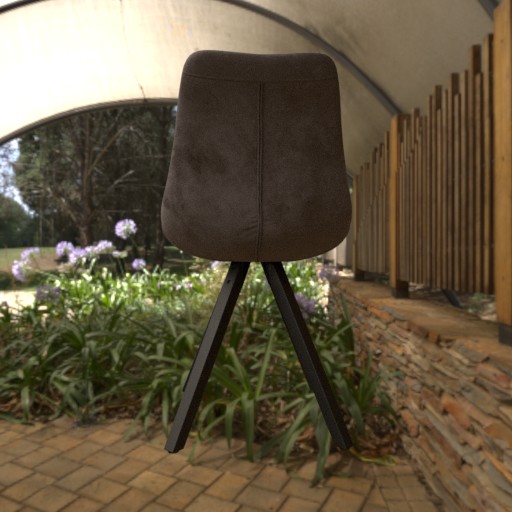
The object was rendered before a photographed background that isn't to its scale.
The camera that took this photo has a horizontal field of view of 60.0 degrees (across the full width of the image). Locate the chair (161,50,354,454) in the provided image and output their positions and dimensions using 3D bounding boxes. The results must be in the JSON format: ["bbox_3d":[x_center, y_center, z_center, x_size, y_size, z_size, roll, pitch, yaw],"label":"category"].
[{"bbox_3d":[0.000,0.000,1.174,0.485,0.850,0.550,0,0,-2],"label":"chair"}]
